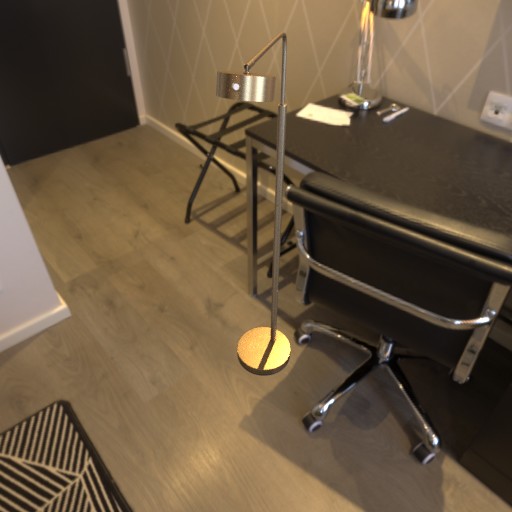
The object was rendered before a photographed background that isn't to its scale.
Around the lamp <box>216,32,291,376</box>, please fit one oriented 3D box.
[{"bbox_3d":[0.000,0.000,1.370,0.219,1.230,0.418,13,42,14],"label":"lamp"}]
